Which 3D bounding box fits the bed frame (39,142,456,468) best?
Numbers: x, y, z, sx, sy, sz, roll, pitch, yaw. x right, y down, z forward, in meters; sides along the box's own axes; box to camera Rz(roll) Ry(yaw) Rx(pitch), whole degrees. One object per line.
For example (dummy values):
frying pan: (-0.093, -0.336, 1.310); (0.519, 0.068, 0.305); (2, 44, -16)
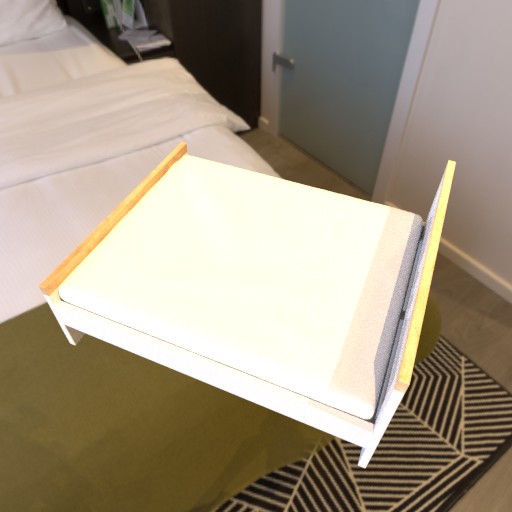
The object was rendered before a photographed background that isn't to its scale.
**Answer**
bed frame: (0.000, 0.000, 2.925); (2.050, 0.980, 1.670); (17, 49, 16)
